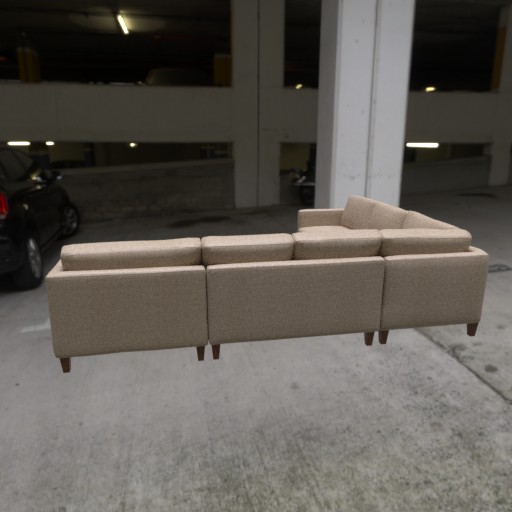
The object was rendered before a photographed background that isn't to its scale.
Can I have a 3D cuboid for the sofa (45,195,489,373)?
[{"bbox_3d":[0.000,0.000,4.590,3.460,0.961,2.594,-3,15,-10],"label":"sofa"}]
